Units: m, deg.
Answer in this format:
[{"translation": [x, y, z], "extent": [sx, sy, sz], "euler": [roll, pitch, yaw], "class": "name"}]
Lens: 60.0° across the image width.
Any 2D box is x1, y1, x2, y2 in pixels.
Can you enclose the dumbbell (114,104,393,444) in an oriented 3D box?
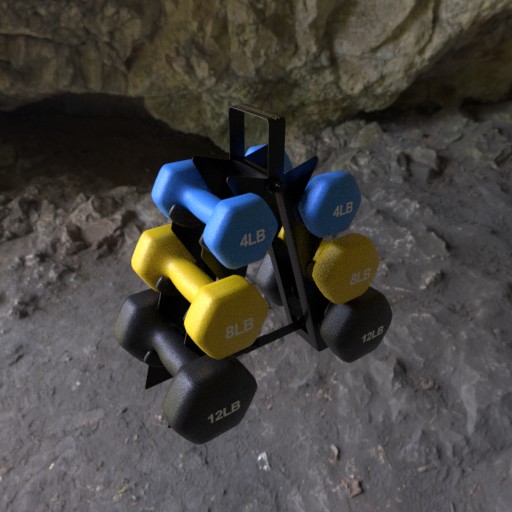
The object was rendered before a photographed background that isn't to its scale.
[{"translation": [0.000, 0.000, 0.668], "extent": [0.409, 0.426, 0.255], "euler": [-19, 35, -29], "class": "dumbbell"}]
